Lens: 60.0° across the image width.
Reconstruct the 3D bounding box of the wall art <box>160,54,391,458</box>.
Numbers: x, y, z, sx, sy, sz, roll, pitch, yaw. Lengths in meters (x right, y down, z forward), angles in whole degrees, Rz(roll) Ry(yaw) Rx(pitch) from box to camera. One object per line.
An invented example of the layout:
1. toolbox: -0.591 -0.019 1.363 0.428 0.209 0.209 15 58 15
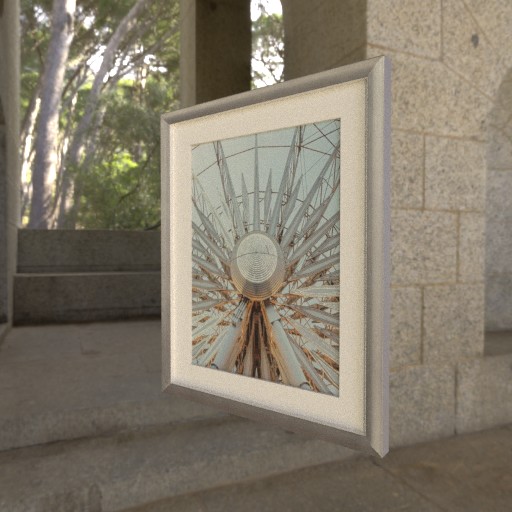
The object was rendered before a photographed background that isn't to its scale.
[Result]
1. wall art: 0.000 0.000 0.759 0.458 0.558 0.029 1 2 37
